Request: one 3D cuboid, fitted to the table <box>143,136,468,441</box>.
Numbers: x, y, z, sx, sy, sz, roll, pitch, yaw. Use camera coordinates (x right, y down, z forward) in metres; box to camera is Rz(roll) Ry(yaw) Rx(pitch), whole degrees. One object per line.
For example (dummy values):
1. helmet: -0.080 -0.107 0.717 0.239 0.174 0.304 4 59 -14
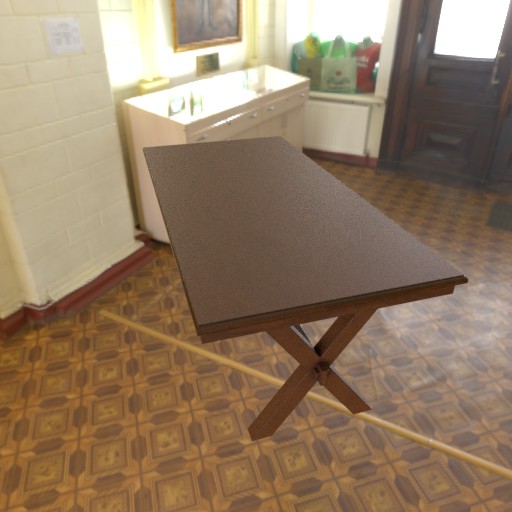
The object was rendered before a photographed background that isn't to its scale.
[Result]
1. table: 0.000 0.000 1.491 0.594 0.459 1.197 -9 31 -15
